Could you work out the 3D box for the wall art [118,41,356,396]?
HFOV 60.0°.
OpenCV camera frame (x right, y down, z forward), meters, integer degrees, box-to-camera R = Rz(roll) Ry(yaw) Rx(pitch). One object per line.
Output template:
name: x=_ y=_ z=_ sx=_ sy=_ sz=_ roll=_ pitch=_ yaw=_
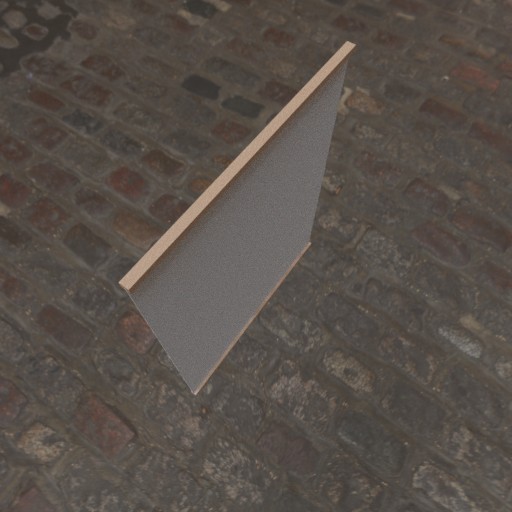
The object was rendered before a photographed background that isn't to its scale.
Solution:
wall art: x=0.000 y=0.000 z=0.697 sx=0.012 sy=0.508 sz=0.405 roll=33 pitch=67 yaw=16
